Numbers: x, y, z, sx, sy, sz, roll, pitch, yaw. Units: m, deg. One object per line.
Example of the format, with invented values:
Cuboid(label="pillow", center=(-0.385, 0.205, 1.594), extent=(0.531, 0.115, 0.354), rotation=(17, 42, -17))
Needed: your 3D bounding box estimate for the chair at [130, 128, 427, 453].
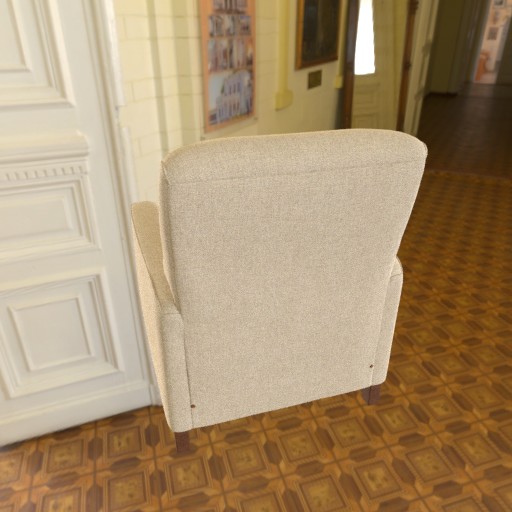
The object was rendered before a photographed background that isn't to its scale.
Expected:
Cuboid(label="chair", center=(0.000, 0.000, 1.613), extent=(0.845, 1.023, 0.859), rotation=(-8, 29, -15))
